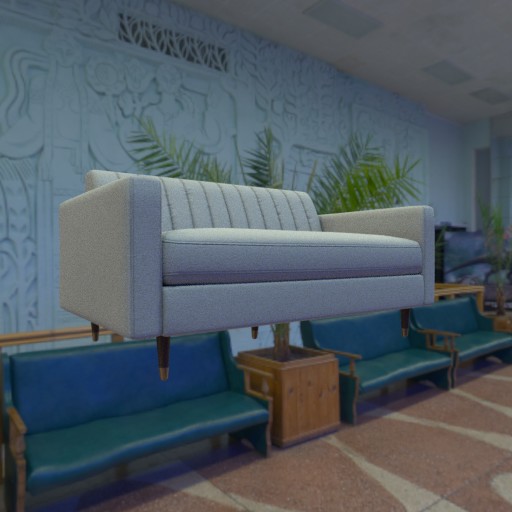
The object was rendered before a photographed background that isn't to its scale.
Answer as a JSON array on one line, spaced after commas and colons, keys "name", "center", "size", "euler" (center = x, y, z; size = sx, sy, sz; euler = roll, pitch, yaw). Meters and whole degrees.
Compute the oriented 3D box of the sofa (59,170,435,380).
[{"name": "sofa", "center": [0.000, 0.000, 2.136], "size": [1.585, 0.801, 0.950], "euler": [0, 1, -36]}]
